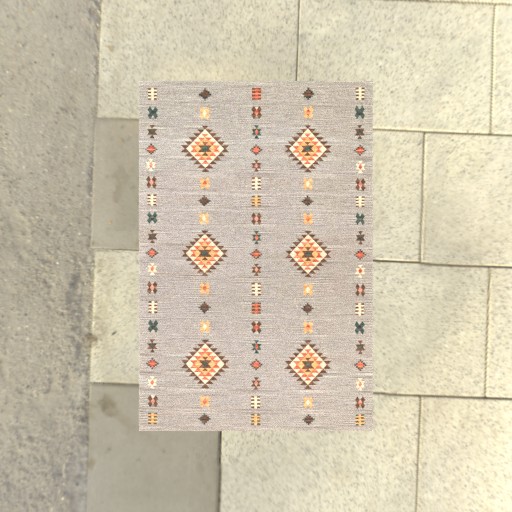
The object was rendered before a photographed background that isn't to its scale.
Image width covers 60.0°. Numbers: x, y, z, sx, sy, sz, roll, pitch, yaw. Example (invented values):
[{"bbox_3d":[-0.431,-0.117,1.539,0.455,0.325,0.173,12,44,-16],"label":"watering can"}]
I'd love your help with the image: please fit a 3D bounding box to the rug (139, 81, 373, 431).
[{"bbox_3d":[0.000,0.000,2.305,1.217,0.005,1.818,0,90,0],"label":"rug"}]
